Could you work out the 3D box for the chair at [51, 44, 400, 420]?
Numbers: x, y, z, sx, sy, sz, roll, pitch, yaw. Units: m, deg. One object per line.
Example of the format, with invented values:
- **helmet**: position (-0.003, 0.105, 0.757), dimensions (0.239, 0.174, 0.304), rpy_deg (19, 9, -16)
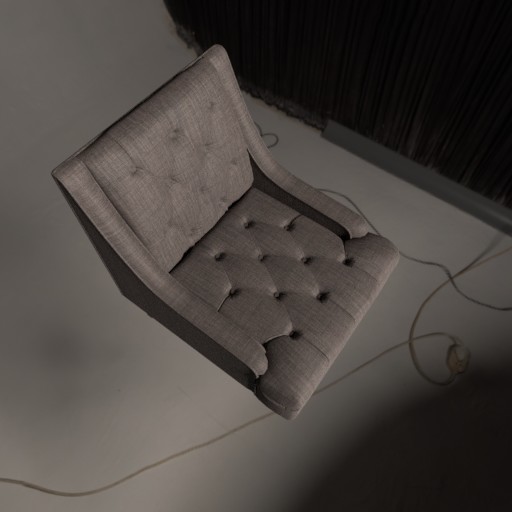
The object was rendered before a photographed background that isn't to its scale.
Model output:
- **chair**: position (0.000, 0.000, 1.442), dimensions (0.771, 0.891, 0.655), rpy_deg (32, 64, 18)
